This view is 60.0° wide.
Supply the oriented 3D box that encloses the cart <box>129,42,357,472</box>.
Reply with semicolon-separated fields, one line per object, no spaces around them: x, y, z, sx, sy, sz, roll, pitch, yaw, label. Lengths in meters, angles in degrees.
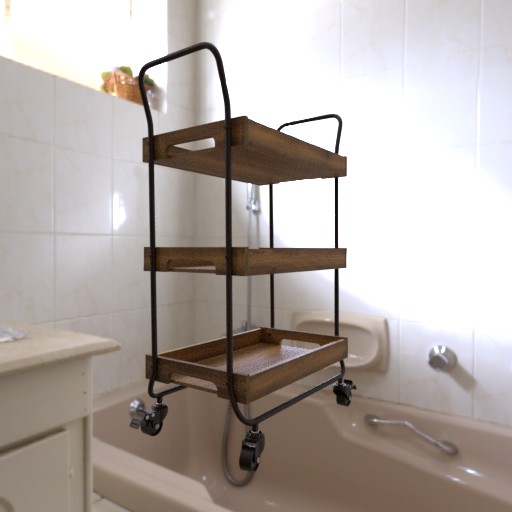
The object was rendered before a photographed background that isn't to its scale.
0.000;0.000;1.162;0.339;0.857;0.583;1;1;36;cart
